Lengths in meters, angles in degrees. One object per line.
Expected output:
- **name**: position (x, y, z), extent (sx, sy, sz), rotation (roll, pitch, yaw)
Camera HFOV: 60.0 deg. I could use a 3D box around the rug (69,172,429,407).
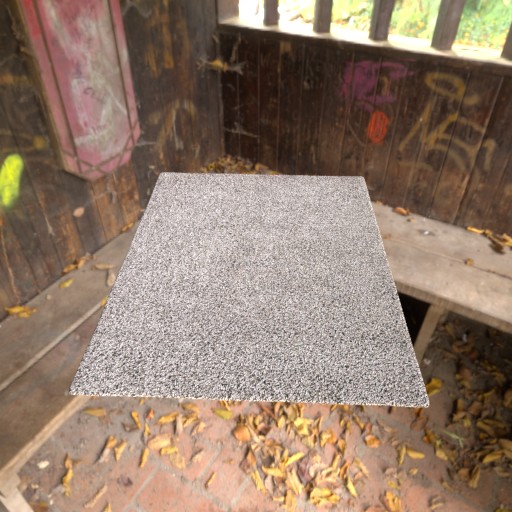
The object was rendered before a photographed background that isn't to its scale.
- **rug**: position (0.000, 0.000, 4.141), extent (2.438, 0.029, 3.047), rotation (2, 40, 2)
